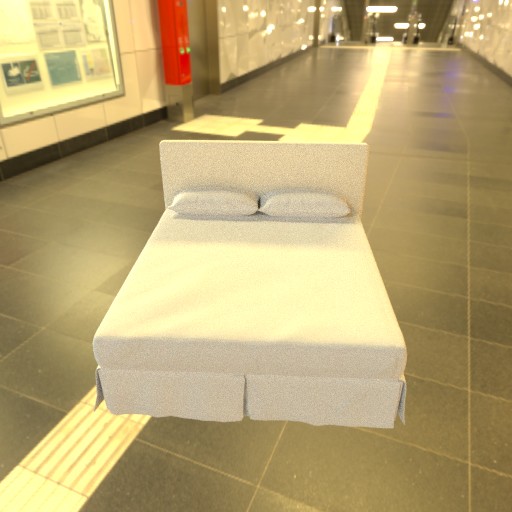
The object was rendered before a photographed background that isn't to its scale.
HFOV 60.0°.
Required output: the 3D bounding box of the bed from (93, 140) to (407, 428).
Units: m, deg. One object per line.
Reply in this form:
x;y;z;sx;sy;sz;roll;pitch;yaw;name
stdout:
0.000;0.000;3.665;2.119;1.317;2.341;1;29;3;bed
